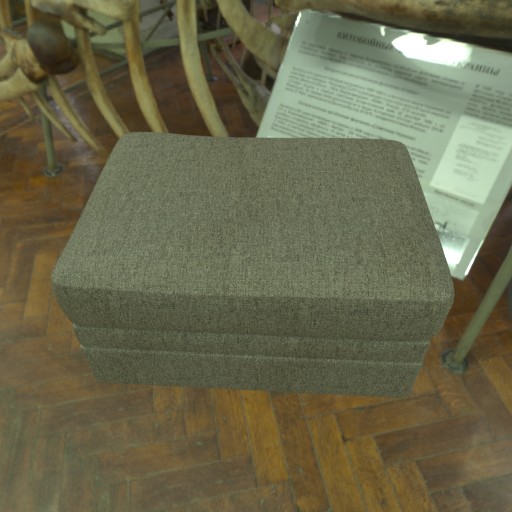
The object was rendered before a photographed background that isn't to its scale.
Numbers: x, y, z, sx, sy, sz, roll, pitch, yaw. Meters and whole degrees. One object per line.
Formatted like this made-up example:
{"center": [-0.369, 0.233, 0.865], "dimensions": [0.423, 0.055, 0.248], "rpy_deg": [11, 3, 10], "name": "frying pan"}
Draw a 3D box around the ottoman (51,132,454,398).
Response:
{"center": [0.000, 0.000, 1.256], "dimensions": [0.885, 0.478, 0.637], "rpy_deg": [2, 46, 2], "name": "ottoman"}
